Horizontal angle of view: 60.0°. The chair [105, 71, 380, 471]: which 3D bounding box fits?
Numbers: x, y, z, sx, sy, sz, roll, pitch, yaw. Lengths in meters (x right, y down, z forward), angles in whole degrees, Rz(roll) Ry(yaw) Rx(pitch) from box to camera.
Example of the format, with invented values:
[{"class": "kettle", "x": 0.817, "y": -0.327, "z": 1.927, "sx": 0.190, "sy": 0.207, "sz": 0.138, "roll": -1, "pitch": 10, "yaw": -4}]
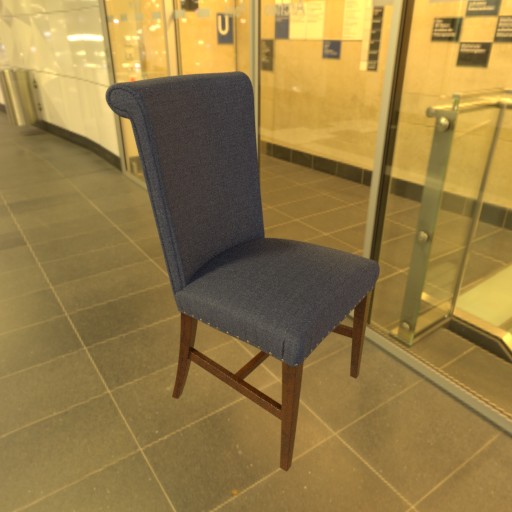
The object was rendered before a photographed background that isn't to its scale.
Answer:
[{"class": "chair", "x": 0.000, "y": 0.000, "z": 1.336, "sx": 0.608, "sy": 0.988, "sz": 0.513, "roll": 18, "pitch": 32, "yaw": 32}]
